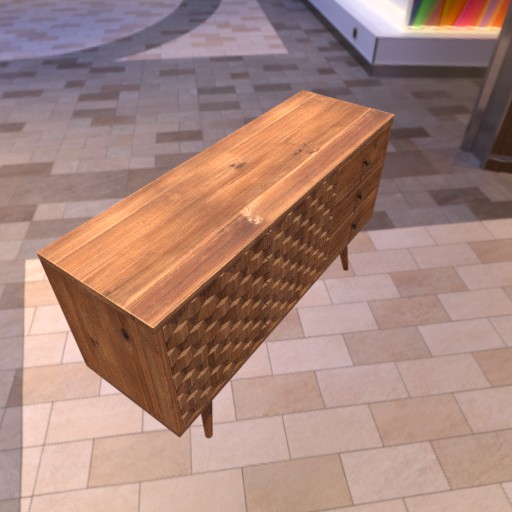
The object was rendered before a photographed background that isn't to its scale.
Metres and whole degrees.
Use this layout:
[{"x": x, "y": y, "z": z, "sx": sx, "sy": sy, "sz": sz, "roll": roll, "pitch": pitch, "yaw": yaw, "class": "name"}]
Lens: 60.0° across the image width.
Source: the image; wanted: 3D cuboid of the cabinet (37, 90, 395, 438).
[{"x": 0.000, "y": 0.000, "z": 1.797, "sx": 0.472, "sy": 0.800, "sz": 1.400, "roll": 26, "pitch": 48, "yaw": 26, "class": "cabinet"}]
